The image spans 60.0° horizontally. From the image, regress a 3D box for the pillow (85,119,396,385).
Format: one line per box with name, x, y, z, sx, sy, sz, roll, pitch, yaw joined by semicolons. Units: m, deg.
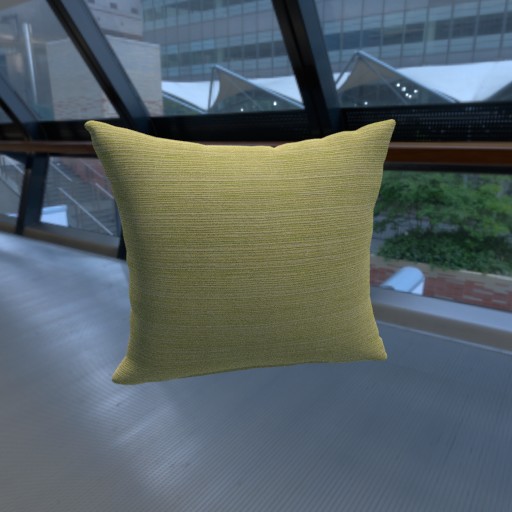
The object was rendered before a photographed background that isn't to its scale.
pillow;0.000;0.000;0.824;0.560;0.487;0.229;-3;16;-10
